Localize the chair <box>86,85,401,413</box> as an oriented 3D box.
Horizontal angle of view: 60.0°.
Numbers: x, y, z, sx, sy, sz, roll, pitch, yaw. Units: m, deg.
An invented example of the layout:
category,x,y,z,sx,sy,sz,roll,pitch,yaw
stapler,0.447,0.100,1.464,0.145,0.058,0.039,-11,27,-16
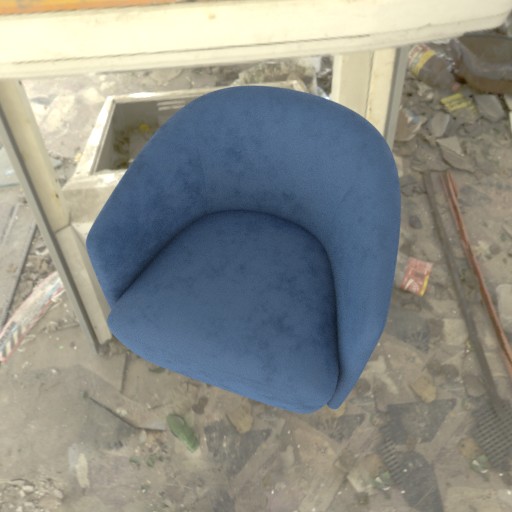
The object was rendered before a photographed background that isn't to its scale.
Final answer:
category,x,y,z,sx,sy,sz,roll,pitch,yaw
chair,0.000,0.000,1.370,0.773,0.698,0.767,16,58,10
